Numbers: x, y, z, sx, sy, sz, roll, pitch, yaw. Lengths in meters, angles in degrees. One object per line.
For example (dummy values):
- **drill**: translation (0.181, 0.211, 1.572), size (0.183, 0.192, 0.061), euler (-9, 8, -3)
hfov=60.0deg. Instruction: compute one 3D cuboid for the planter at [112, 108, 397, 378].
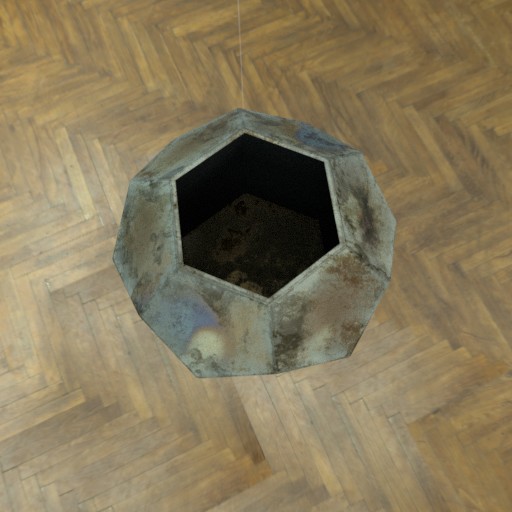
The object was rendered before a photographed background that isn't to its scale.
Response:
- **planter**: translation (0.000, 0.000, 0.424), size (0.221, 0.238, 0.243), euler (22, 76, 6)
